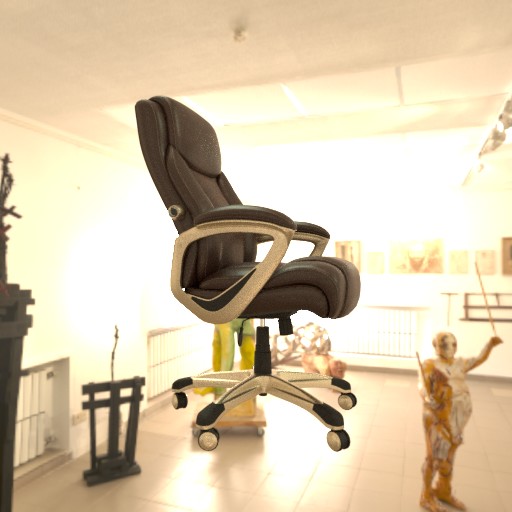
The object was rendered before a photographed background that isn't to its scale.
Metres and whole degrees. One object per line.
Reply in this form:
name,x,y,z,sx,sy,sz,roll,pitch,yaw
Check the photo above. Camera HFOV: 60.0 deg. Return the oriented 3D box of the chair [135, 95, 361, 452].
chair,0.000,0.000,1.656,0.749,1.194,0.692,0,-1,20
